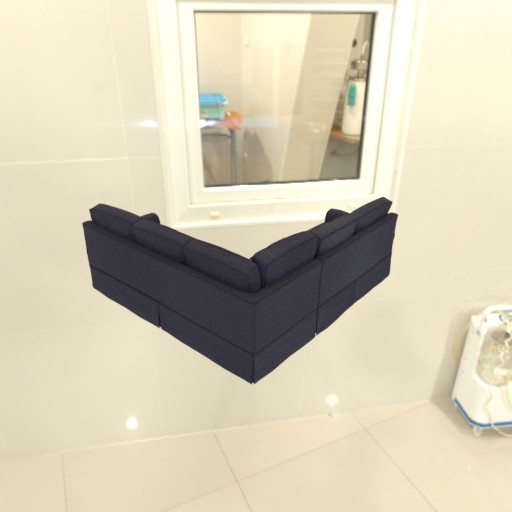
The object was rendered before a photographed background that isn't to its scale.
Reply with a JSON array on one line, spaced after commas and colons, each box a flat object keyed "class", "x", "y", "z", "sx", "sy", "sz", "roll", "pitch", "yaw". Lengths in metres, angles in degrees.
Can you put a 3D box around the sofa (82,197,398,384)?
[{"class": "sofa", "x": 0.000, "y": 0.000, "z": 5.133, "sx": 3.773, "sy": 1.169, "sz": 2.874, "roll": -8, "pitch": 27, "yaw": -16}]
